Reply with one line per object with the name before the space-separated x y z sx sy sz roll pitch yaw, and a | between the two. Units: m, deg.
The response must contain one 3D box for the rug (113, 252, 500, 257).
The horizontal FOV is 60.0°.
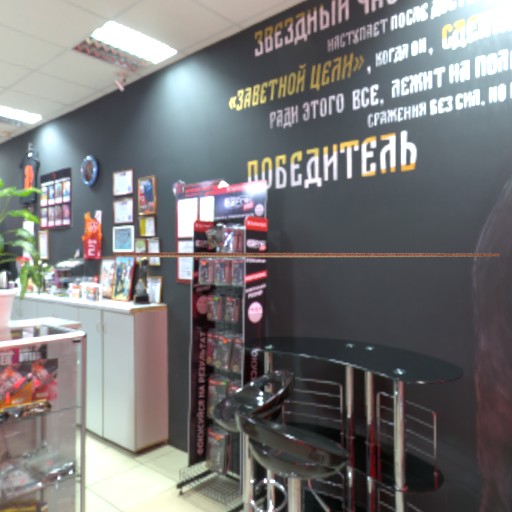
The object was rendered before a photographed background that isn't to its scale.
rug | 0.000 0.000 4.111 2.425 0.016 3.198 0 0 -16
